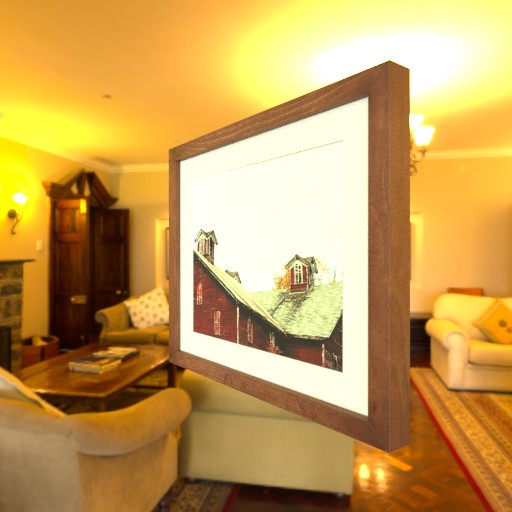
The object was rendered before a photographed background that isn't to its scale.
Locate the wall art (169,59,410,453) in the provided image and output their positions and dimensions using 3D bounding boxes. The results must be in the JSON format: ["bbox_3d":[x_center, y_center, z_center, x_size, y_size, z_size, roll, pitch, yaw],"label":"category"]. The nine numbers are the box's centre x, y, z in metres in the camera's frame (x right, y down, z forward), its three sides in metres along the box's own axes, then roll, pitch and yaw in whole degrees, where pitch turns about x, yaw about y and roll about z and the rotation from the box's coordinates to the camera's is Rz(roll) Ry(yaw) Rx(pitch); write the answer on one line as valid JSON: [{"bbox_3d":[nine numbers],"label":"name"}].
[{"bbox_3d":[0.000,0.000,0.537,0.030,0.328,0.401,0,0,-38],"label":"wall art"}]
